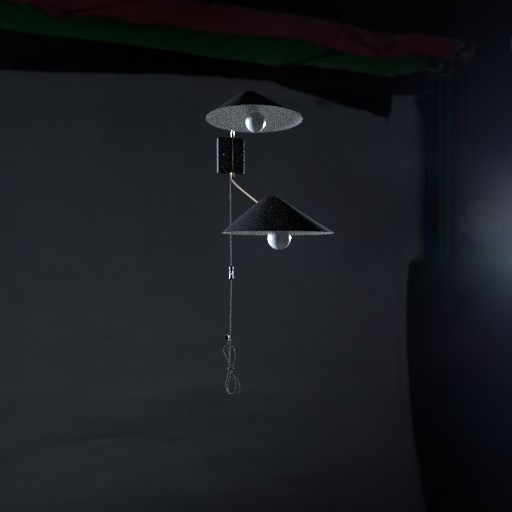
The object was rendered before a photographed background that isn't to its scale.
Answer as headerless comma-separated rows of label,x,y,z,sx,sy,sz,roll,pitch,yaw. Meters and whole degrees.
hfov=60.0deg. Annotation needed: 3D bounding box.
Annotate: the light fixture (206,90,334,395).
light fixture,0.000,0.000,0.861,0.189,0.665,0.422,0,1,-18
